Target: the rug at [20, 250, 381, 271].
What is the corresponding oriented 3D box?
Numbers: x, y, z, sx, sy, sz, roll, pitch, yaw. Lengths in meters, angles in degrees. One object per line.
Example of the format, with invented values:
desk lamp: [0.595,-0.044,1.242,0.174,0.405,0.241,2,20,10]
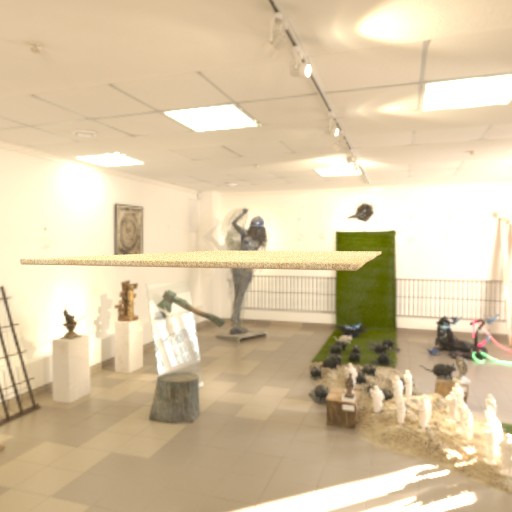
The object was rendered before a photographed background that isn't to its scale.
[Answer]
rug: [0.000,0.000,2.900,1.500,0.025,2.346,1,2,18]
